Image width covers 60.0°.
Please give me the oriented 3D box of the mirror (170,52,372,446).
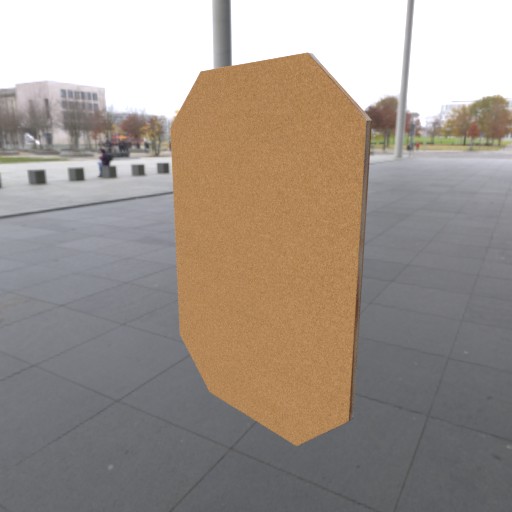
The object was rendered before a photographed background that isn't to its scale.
[{"bbox_3d":[0.000,0.000,1.262,0.061,1.015,0.709,-14,20,-43],"label":"mirror"}]
